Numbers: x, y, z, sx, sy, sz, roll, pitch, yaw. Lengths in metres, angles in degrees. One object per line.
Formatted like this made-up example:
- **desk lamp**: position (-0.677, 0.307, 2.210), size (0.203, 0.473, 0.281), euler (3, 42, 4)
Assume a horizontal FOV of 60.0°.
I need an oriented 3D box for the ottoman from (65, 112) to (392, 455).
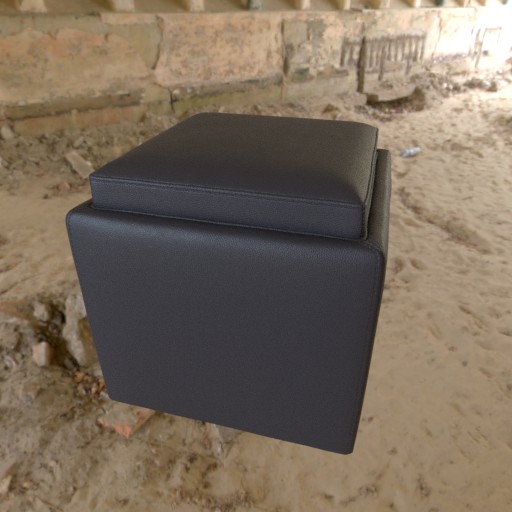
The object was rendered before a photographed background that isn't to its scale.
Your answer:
- **ottoman**: position (0.000, 0.000, 0.824), size (0.450, 0.460, 0.451), euler (8, 31, 13)
